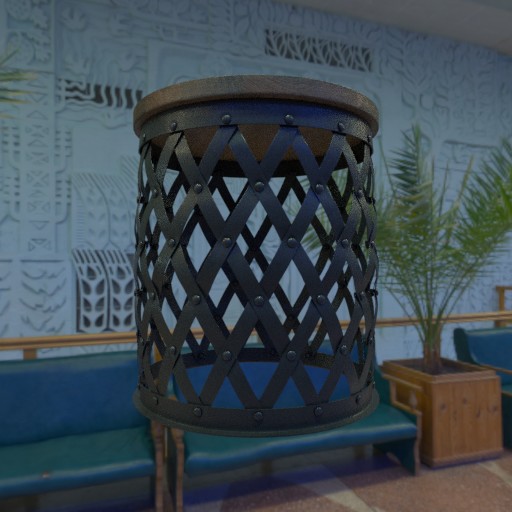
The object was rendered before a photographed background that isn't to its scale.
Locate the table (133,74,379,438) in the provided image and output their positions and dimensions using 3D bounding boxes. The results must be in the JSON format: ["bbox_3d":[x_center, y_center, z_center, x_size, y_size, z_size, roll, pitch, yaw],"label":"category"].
[{"bbox_3d":[0.000,0.000,0.755,0.405,0.454,0.405,0,0,0],"label":"table"}]
